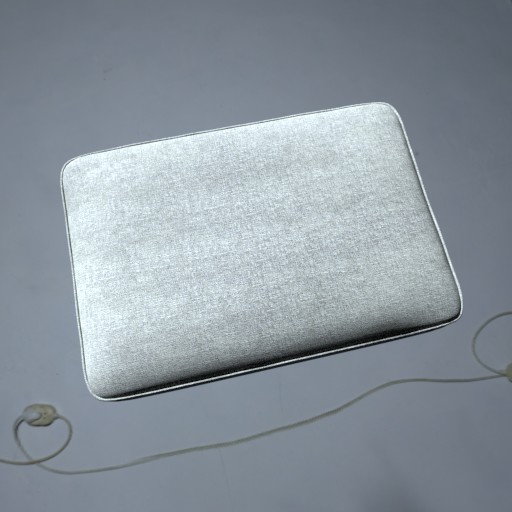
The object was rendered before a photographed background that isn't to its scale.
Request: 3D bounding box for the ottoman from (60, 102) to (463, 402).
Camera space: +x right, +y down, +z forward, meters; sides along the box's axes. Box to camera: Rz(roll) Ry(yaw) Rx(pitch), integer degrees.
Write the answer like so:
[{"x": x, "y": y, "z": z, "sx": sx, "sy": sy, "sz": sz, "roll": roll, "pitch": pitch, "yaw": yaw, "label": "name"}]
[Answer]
[{"x": 0.000, "y": 0.000, "z": 1.132, "sx": 0.813, "sy": 0.457, "sz": 0.561, "roll": -12, "pitch": 77, "yaw": -3, "label": "ottoman"}]
